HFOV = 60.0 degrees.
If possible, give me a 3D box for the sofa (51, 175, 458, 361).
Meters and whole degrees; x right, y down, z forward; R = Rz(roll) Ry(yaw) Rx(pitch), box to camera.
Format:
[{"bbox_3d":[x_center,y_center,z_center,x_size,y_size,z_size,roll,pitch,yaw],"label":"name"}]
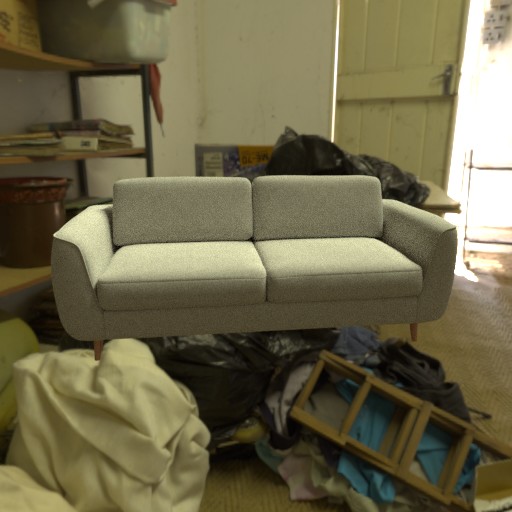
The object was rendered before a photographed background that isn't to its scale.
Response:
[{"bbox_3d":[0.000,0.000,2.528,2.000,0.850,0.920,-2,16,-7],"label":"sofa"}]
